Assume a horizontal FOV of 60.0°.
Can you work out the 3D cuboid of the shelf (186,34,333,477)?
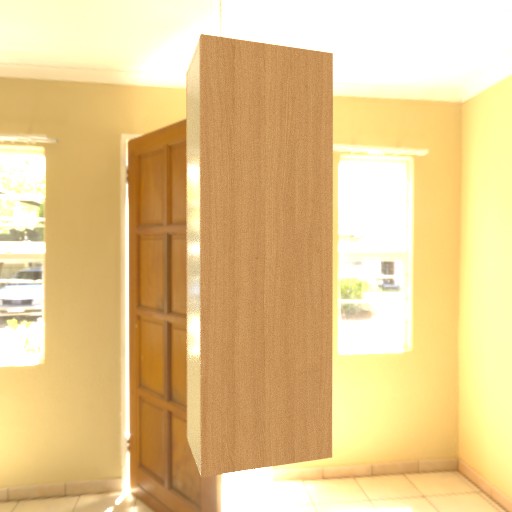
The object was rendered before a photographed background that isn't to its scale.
[{"bbox_3d":[0.000,0.000,1.016,0.290,0.882,0.197,0,1,-17],"label":"shelf"}]
